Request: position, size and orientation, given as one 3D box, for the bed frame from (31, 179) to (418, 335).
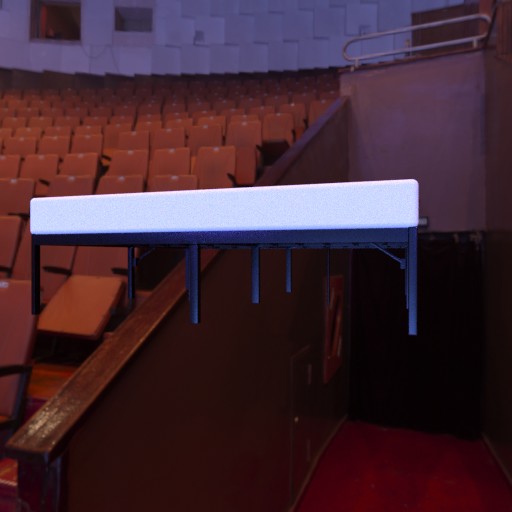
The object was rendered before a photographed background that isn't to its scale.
[{"bbox_3d":[0.000,0.000,3.102,2.079,0.659,1.963,0,0,18],"label":"bed frame"}]
